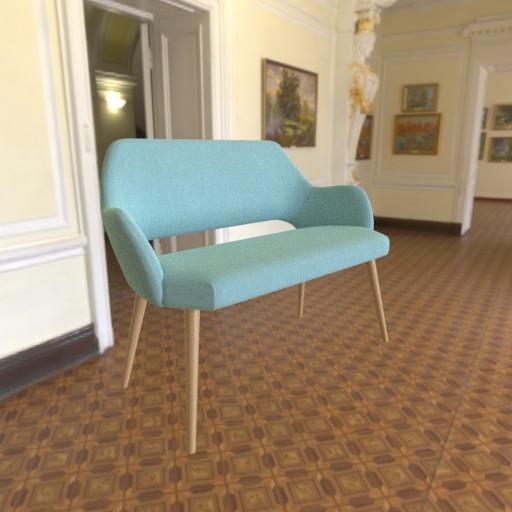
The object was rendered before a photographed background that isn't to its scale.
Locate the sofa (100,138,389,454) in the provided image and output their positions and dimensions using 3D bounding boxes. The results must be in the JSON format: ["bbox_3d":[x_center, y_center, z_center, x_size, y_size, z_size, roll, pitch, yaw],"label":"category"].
[{"bbox_3d":[0.000,0.000,1.642,1.150,0.840,0.610,-13,19,-43],"label":"sofa"}]
